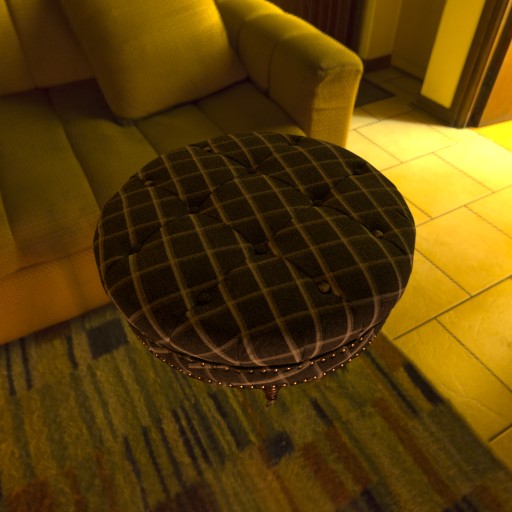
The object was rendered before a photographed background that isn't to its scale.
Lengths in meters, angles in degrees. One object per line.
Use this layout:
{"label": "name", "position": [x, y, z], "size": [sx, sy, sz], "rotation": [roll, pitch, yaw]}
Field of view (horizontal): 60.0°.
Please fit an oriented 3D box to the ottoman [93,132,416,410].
{"label": "ottoman", "position": [0.000, 0.000, 1.365], "size": [0.901, 0.439, 0.901], "rotation": [0, 45, 0]}
